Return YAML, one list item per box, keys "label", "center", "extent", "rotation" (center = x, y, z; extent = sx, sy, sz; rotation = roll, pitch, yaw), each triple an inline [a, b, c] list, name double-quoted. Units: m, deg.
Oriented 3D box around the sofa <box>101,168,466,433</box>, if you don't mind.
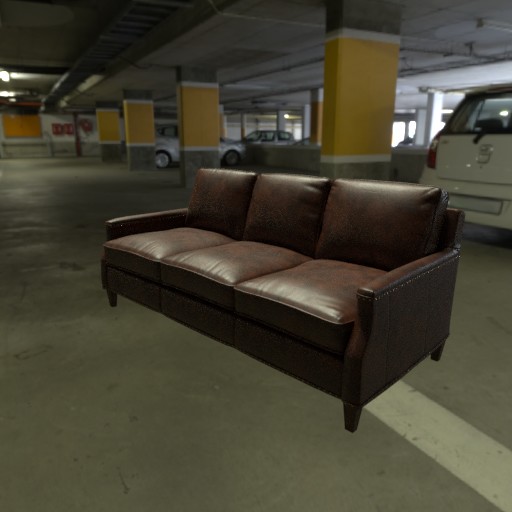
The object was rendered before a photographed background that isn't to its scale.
- label: "sofa"
  center: [0.000, 0.000, 2.858]
  extent: [2.240, 1.003, 1.084]
  rotation: [14, 21, 42]
